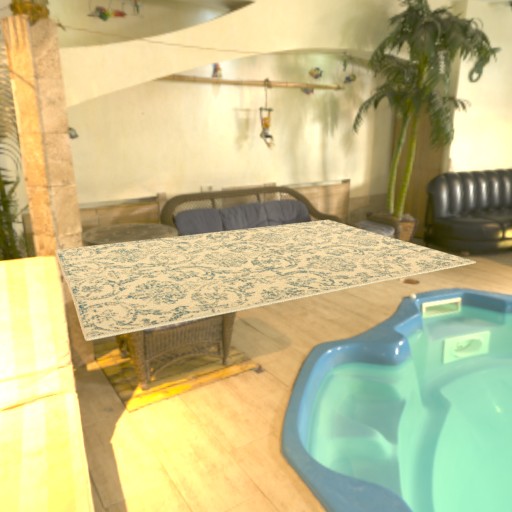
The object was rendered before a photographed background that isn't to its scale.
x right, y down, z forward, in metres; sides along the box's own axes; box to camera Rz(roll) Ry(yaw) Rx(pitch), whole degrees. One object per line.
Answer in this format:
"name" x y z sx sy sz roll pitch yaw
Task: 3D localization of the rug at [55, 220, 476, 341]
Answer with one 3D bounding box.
"rug" 0.000 0.000 3.453 2.746 0.018 1.819 -8 18 -27
